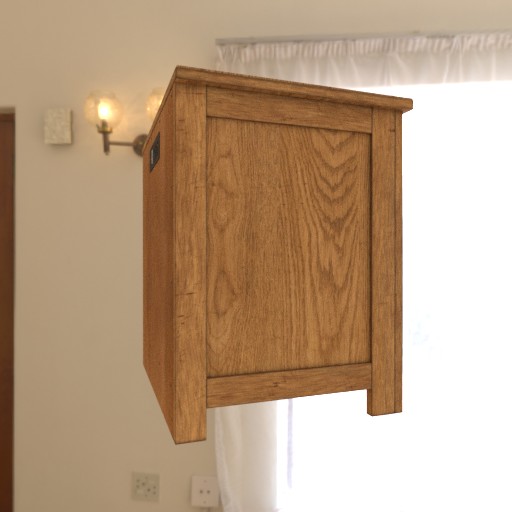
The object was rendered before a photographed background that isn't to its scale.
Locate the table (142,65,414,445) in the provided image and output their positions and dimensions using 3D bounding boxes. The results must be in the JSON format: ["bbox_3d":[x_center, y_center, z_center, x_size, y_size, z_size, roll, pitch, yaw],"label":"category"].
[{"bbox_3d":[0.000,0.000,1.086,0.494,0.625,0.601,0,0,-19],"label":"table"}]
